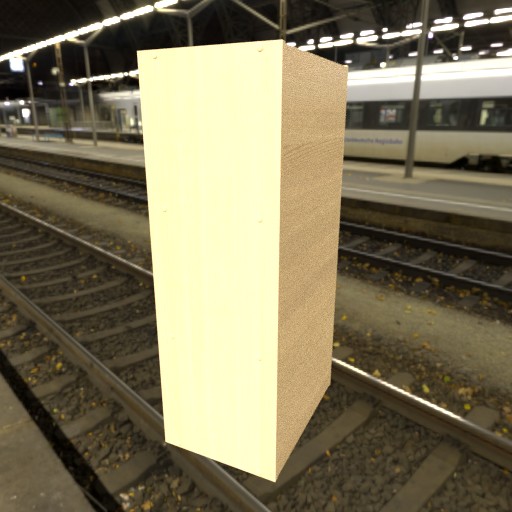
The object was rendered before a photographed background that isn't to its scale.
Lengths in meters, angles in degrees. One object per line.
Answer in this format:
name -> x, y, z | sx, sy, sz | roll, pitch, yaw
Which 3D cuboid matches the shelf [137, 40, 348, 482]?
shelf -> 0.000, 0.000, 1.074 | 0.292, 0.876, 0.417 | 8, 19, 24
